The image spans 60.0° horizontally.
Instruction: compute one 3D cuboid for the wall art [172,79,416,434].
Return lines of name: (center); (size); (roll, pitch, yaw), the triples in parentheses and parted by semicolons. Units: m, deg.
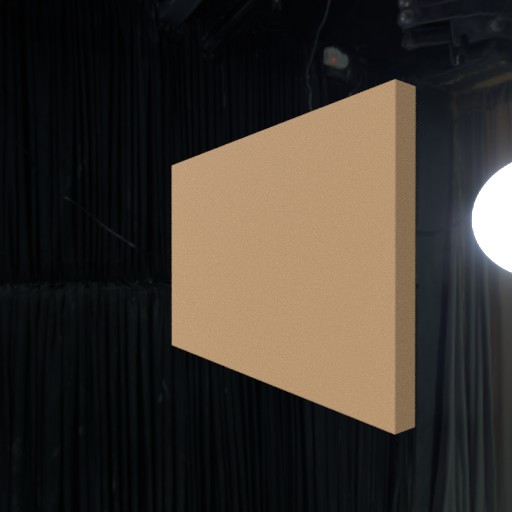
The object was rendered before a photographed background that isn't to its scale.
wall art: (0.000, 0.000, 0.769); (0.039, 0.407, 0.609); (0, 0, -35)
